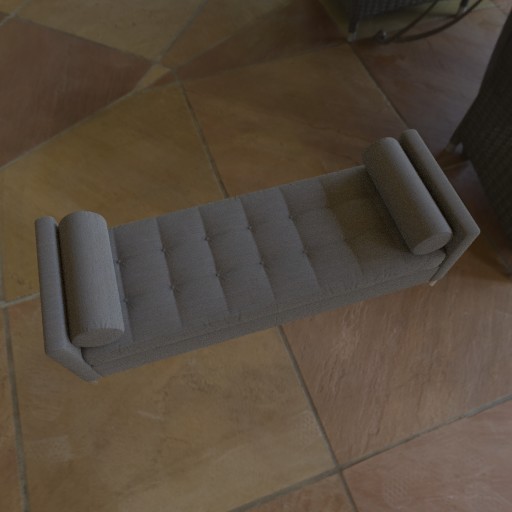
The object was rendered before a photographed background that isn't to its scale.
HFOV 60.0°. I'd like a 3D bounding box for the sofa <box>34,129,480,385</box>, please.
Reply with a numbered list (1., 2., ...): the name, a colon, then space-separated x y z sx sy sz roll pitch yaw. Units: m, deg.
1. sofa: 0.000 0.000 2.327 1.981 0.635 0.686 -15 63 -8
